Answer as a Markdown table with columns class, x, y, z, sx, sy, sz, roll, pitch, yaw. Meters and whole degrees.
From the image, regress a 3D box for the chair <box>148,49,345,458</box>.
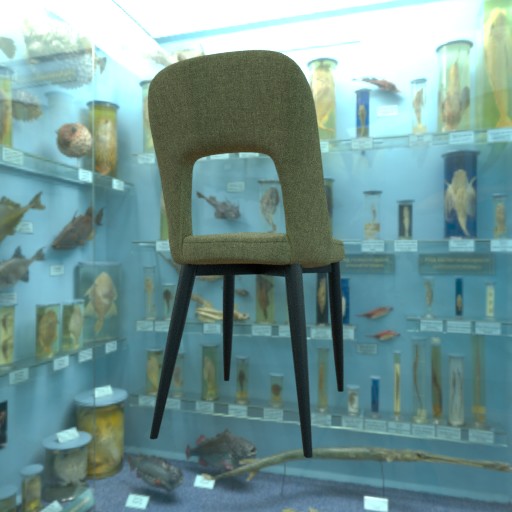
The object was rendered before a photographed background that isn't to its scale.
| class | x | y | z | sx | sy | sz | roll | pitch | yaw |
| --- | --- | --- | --- | --- | --- | --- | --- | --- | --- |
| chair | 0.000 | 0.000 | 1.286 | 0.470 | 0.931 | 0.612 | 0 | 0 | 18 |
